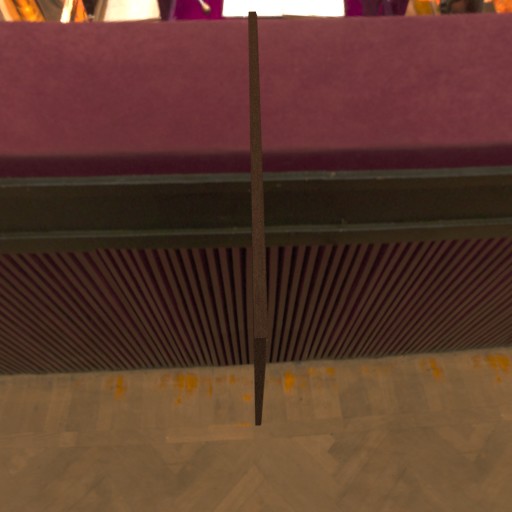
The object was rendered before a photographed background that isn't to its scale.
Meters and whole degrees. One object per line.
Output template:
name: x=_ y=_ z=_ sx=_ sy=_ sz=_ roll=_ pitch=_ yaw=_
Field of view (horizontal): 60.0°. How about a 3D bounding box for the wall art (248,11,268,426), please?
wall art: x=0.000 y=0.000 z=0.762 sx=0.013 sy=0.570 sz=0.476 roll=-1 pitch=62 yaw=-1
